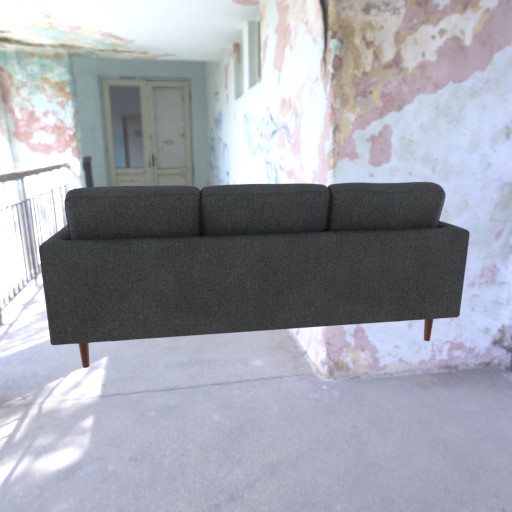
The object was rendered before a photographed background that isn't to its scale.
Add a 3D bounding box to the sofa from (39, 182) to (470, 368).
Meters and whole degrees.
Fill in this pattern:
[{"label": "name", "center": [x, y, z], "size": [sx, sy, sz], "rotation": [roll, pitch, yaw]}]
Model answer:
[{"label": "sofa", "center": [0.000, 0.000, 2.713], "size": [2.246, 0.930, 0.903], "rotation": [-2, 15, -9]}]
